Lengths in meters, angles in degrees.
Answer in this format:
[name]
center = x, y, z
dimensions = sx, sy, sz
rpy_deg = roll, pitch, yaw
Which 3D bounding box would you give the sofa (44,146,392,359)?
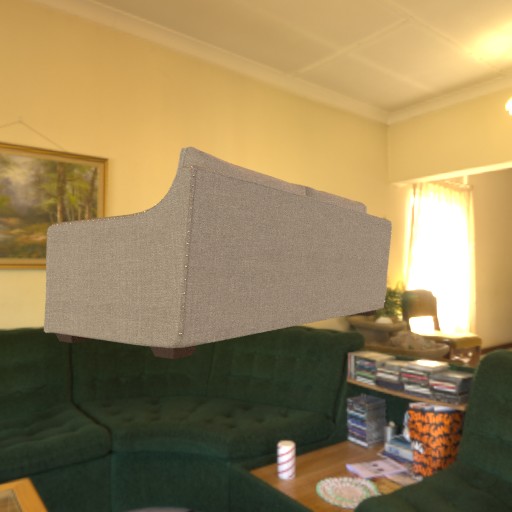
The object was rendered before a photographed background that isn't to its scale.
[sofa]
center = 0.000, 0.000, 2.758
dimensions = 1.000, 0.857, 2.208
rpy_deg = -1, -2, 35
